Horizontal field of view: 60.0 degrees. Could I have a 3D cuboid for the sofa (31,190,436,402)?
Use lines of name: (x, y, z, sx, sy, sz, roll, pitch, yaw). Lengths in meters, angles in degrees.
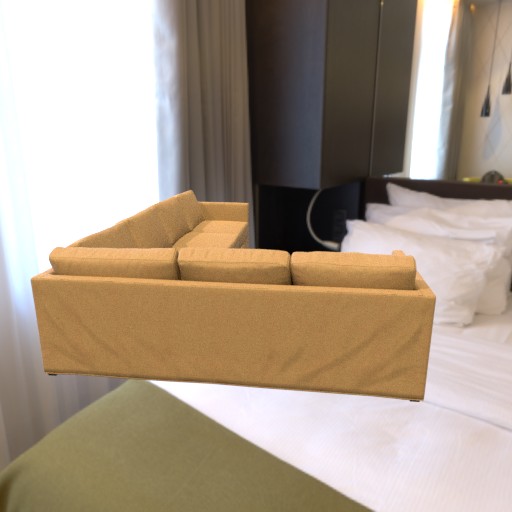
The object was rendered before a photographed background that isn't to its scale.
sofa: (0.000, 0.000, 4.155, 2.432, 0.871, 3.182, 2, 16, 7)
